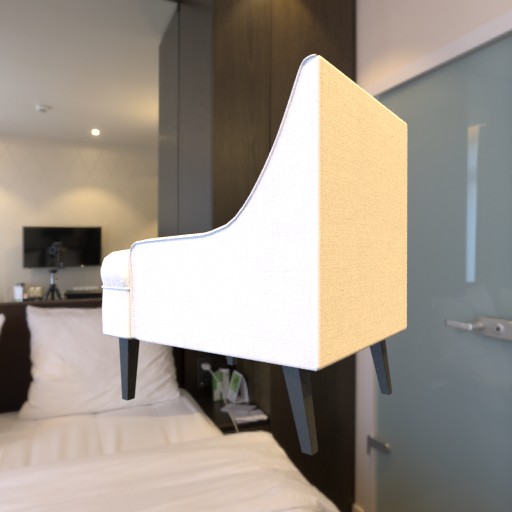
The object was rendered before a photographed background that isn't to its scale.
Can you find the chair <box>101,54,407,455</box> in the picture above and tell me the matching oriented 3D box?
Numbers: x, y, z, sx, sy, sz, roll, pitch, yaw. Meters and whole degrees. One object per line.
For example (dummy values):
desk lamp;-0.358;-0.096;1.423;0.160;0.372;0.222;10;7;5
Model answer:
chair;0.000;0.000;1.416;0.772;0.891;0.658;0;1;35
